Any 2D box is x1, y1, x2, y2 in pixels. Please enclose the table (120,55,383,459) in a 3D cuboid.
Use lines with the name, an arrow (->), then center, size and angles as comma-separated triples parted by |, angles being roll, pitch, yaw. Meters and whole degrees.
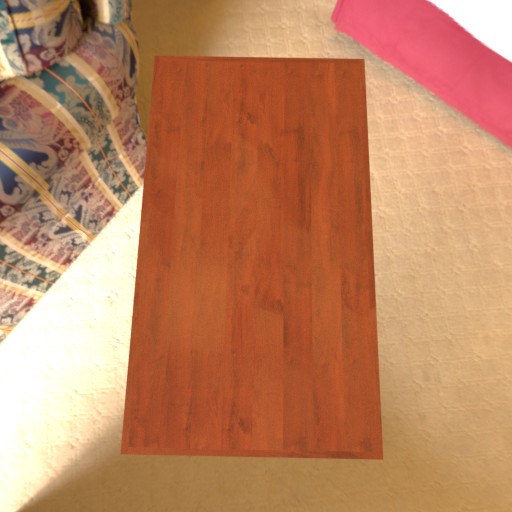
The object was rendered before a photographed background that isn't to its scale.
table -> 0.000, 0.000, 1.371 | 0.610, 0.457, 1.067 | 1, 76, 0
